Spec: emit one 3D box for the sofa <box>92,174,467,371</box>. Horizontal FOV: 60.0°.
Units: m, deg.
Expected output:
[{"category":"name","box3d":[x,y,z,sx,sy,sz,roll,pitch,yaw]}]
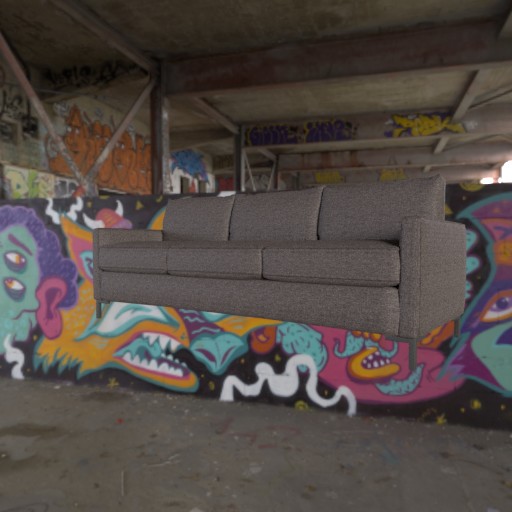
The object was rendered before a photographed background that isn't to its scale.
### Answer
[{"category":"sofa","box3d":[0.000,0.000,2.744,2.253,0.882,0.876,1,2,36]}]
